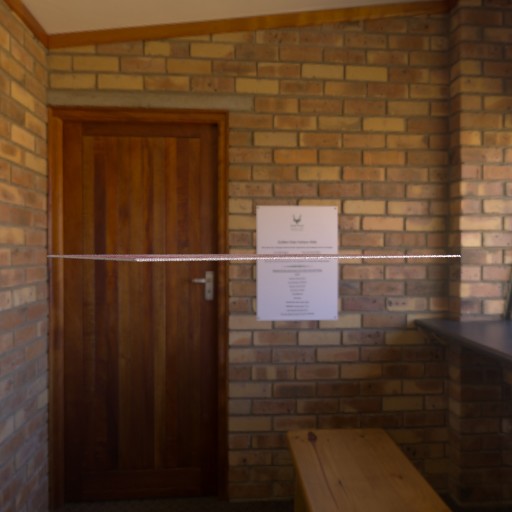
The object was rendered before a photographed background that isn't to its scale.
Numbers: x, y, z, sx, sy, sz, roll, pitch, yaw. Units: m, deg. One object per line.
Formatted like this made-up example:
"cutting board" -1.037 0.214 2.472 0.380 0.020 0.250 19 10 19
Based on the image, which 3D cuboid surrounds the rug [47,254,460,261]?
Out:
"rug" 0.000 0.000 3.745 2.878 0.014 2.005 0 1 -36
